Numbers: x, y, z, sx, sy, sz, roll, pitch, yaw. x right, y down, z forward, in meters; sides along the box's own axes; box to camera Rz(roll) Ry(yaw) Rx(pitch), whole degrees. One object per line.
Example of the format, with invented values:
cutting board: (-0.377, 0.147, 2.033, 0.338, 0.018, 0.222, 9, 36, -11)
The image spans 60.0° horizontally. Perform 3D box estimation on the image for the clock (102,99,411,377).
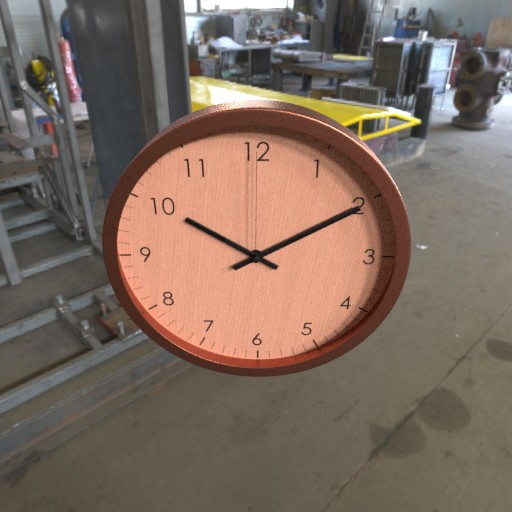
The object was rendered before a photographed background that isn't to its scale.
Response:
clock: (0.000, 0.000, 0.472, 0.313, 0.313, 0.040, 1, 30, 1)
